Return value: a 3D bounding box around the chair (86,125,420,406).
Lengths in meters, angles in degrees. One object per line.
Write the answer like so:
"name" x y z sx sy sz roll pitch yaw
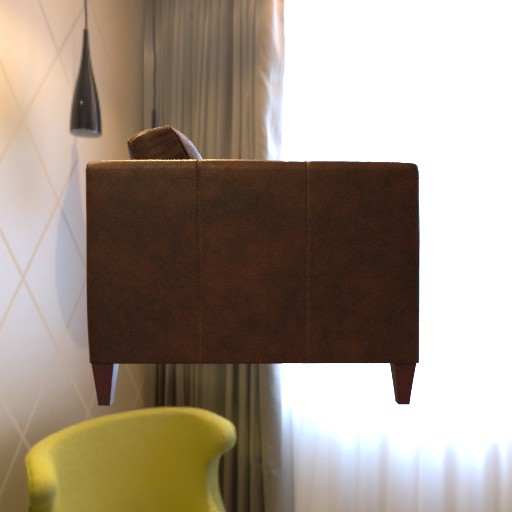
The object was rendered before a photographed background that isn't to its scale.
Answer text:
"chair" 0.000 0.000 1.744 0.975 0.864 0.990 0 0 0
